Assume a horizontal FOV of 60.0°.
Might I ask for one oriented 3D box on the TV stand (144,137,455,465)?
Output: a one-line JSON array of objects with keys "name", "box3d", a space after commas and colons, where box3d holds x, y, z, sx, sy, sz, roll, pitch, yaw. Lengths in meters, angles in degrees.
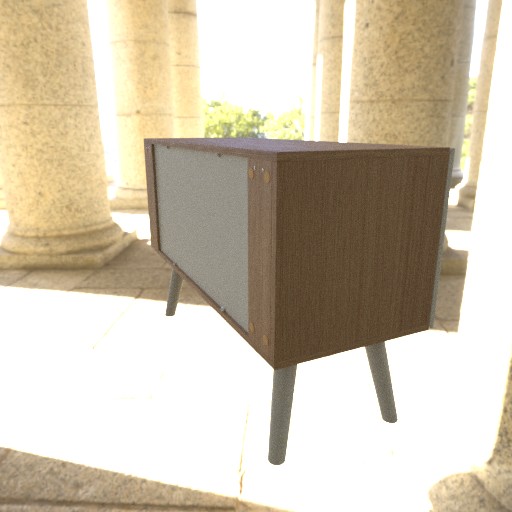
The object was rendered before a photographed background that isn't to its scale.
[{"name": "TV stand", "box3d": [0.000, 0.000, 1.321, 0.407, 0.660, 0.991, -8, 18, -25]}]
